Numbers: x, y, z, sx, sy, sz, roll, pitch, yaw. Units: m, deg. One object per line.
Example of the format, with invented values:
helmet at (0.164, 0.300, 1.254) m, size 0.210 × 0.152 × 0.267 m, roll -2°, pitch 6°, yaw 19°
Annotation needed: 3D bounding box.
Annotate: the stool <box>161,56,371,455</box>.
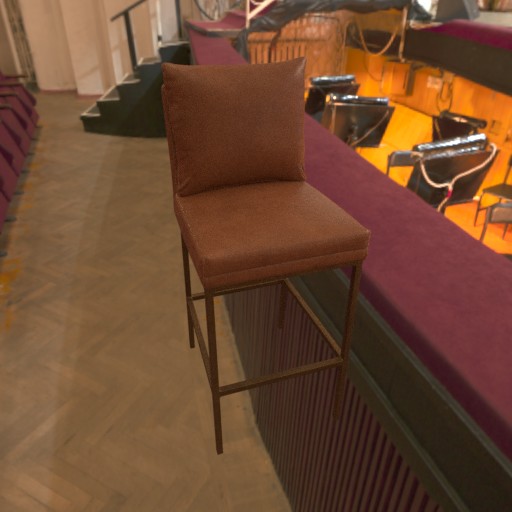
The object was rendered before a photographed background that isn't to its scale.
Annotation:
stool at (0.000, 0.000, 1.434) m, size 0.463 × 1.124 × 0.571 m, roll -10°, pitch 33°, yaw -16°
